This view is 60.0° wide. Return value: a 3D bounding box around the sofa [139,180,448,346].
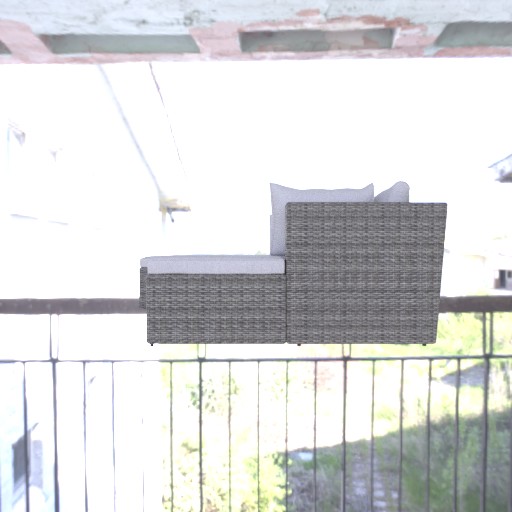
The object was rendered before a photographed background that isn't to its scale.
[{"bbox_3d":[0.000,0.000,3.012,1.662,0.766,2.192,0,1,0],"label":"sofa"}]
